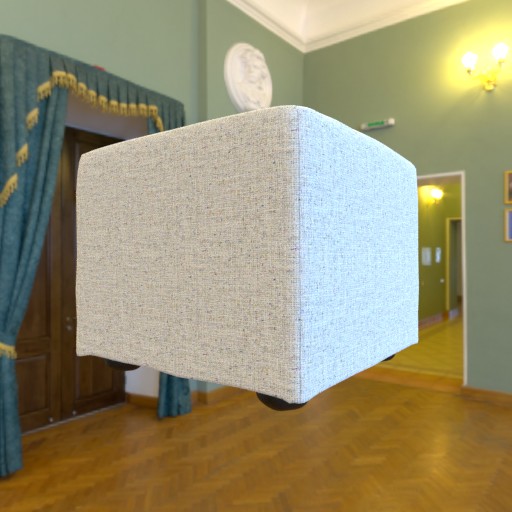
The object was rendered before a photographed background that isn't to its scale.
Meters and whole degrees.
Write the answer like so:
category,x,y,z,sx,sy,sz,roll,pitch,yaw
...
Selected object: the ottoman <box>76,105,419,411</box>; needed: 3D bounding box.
category,x,y,z,sx,sy,sz,roll,pitch,yaw
ottoman,0.000,0.000,0.913,0.521,0.453,0.512,0,0,36
